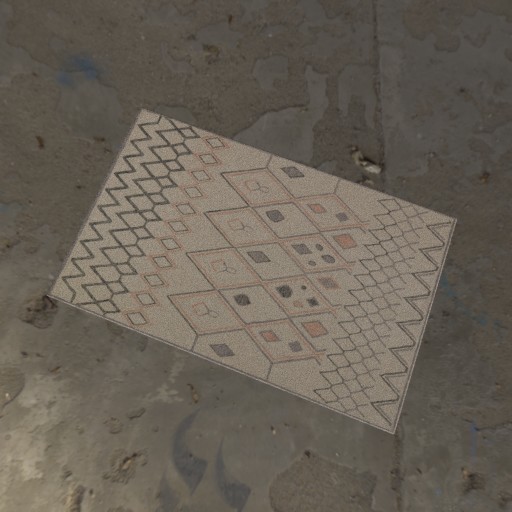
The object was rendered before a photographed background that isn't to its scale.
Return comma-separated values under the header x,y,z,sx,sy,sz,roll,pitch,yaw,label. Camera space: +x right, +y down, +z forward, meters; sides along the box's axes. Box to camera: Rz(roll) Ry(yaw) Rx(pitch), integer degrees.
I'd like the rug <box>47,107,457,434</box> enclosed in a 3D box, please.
x,y,z,sx,sy,sz,roll,pitch,yaw,label
0.000,0.000,3.048,2.438,0.015,1.524,21,77,5,rug
